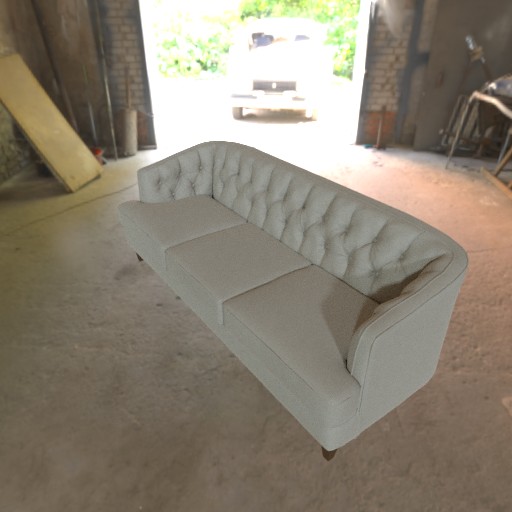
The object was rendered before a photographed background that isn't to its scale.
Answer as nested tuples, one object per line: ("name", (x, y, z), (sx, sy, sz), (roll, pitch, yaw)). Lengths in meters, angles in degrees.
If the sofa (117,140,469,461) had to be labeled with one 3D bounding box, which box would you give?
("sofa", (0.000, 0.000, 2.703), (0.941, 0.855, 2.278), (-20, 37, -30))
